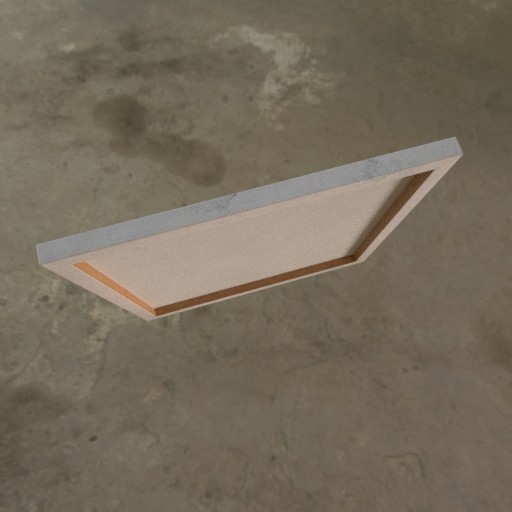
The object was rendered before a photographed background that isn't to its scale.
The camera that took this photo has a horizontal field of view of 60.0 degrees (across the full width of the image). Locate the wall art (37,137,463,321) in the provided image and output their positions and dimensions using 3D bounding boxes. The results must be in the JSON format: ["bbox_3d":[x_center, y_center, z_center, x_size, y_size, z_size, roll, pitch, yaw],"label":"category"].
[{"bbox_3d":[0.000,0.000,1.138,0.762,0.762,0.038,-15,75,-4],"label":"wall art"}]
